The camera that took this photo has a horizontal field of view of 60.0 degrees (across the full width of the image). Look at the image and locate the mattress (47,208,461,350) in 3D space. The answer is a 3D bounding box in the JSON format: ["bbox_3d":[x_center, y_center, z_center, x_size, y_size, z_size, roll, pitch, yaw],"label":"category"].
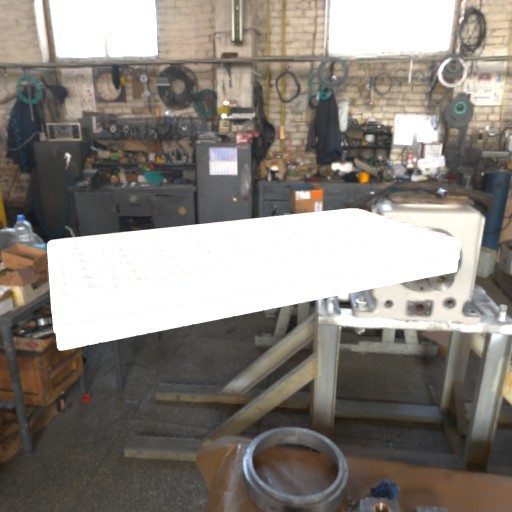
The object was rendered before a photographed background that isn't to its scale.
[{"bbox_3d":[0.000,0.000,2.354,2.000,0.200,0.900,-8,20,-24],"label":"mattress"}]
